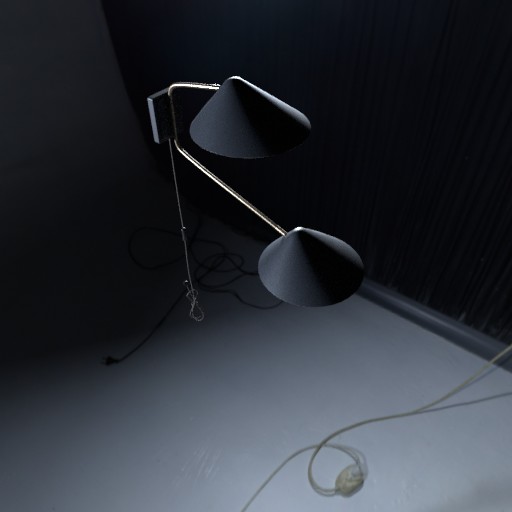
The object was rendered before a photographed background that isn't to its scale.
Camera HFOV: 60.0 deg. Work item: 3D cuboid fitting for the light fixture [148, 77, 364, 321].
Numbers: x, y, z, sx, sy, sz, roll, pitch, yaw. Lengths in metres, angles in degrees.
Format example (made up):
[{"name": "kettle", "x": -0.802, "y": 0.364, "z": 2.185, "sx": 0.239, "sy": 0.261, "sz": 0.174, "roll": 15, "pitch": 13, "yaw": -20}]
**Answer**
[{"name": "light fixture", "x": 0.000, "y": 0.000, "z": 0.857, "sx": 0.422, "sy": 0.665, "sz": 0.189, "roll": 26, "pitch": 49, "yaw": 26}]
